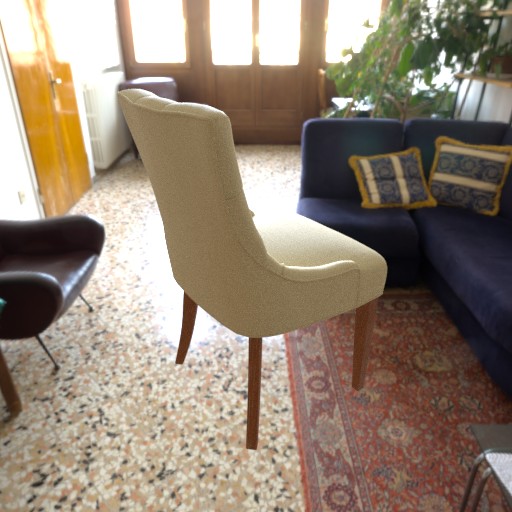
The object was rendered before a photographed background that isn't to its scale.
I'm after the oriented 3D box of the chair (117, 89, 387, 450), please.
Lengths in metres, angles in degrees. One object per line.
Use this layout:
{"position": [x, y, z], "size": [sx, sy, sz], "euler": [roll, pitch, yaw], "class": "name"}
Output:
{"position": [0.000, 0.000, 1.228], "size": [0.565, 0.874, 0.509], "euler": [-18, 32, -31], "class": "chair"}
